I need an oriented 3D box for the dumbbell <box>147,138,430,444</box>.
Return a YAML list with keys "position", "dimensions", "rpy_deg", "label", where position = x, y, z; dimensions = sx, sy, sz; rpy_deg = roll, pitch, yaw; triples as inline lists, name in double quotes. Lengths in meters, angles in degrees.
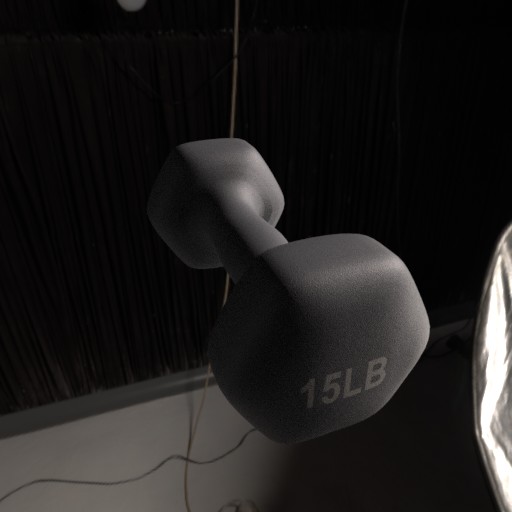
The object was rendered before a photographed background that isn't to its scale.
- position: [0.000, 0.000, 0.298]
  dimensions: [0.116, 0.105, 0.240]
  rpy_deg: [-11, 32, -18]
  label: "dumbbell"
